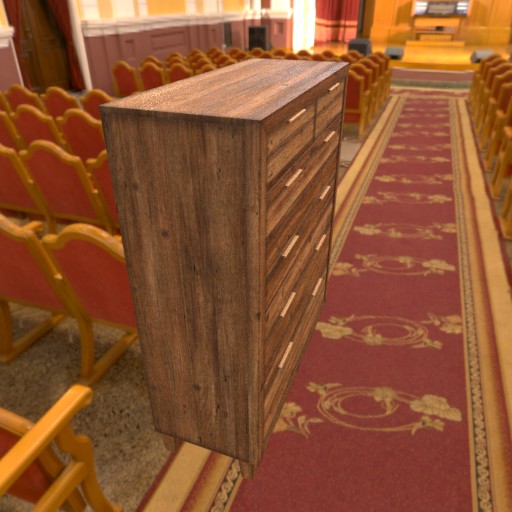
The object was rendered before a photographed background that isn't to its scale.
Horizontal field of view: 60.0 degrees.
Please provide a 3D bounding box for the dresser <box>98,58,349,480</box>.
[{"bbox_3d":[0.000,0.000,1.811,0.438,1.359,1.067,11,32,18],"label":"dresser"}]
